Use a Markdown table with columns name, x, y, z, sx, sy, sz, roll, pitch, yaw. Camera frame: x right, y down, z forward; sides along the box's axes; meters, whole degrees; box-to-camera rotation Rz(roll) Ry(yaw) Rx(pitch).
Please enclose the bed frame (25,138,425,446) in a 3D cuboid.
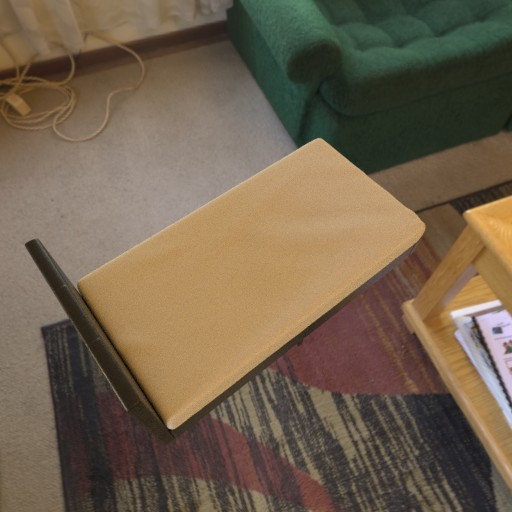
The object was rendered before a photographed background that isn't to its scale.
| name | x | y | z | sx | sy | sz | roll | pitch | yaw |
| --- | --- | --- | --- | --- | --- | --- | --- | --- | --- |
| bed frame | 0.000 | 0.000 | 2.597 | 2.152 | 1.046 | 1.038 | -34 | 64 | -19 |
